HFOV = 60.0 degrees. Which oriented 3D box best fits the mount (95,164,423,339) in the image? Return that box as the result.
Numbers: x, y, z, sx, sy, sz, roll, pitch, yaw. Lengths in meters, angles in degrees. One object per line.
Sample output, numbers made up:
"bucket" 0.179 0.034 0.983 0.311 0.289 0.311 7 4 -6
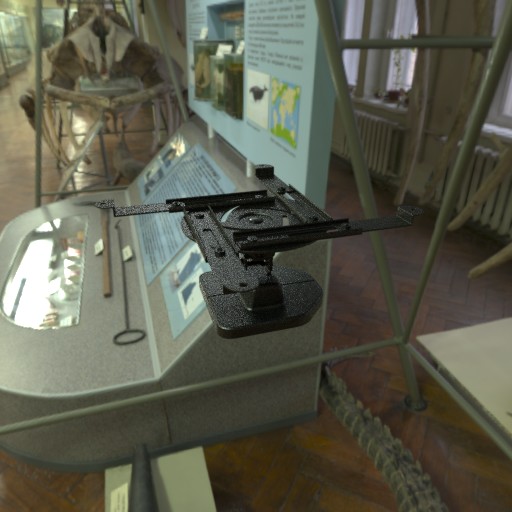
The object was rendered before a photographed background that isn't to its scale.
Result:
"mount" 0.000 0.000 0.599 0.394 0.141 0.394 -8 27 -15
